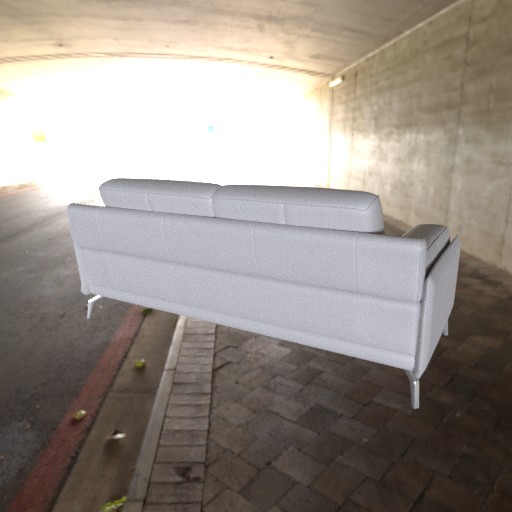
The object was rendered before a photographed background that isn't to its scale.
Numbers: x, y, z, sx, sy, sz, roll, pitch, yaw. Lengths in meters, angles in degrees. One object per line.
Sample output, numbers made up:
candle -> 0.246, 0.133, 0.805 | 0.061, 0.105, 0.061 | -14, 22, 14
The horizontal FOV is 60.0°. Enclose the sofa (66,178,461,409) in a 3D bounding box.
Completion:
sofa -> 0.000, 0.000, 2.584 | 2.101, 0.930, 1.049 | 8, 17, 28
